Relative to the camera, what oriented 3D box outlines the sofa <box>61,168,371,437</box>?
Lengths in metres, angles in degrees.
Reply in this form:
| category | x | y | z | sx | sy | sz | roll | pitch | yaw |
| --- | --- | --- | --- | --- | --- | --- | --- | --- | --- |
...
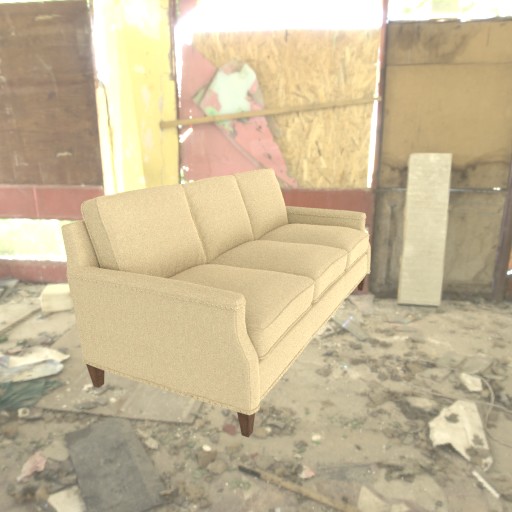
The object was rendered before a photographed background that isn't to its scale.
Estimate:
| category | x | y | z | sx | sy | sz | roll | pitch | yaw |
| --- | --- | --- | --- | --- | --- | --- | --- | --- | --- |
| sofa | 0.000 | 0.000 | 2.943 | 1.084 | 1.003 | 2.246 | 8 | 17 | 25 |
